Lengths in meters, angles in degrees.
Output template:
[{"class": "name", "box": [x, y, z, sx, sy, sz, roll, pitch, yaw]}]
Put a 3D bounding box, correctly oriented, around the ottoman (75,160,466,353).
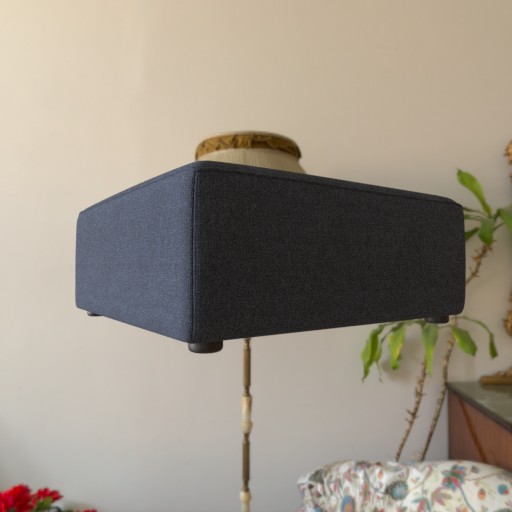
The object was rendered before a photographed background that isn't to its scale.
[{"class": "ottoman", "box": [0.000, 0.000, 1.551, 1.000, 0.439, 1.000, 1, -2, -35]}]
